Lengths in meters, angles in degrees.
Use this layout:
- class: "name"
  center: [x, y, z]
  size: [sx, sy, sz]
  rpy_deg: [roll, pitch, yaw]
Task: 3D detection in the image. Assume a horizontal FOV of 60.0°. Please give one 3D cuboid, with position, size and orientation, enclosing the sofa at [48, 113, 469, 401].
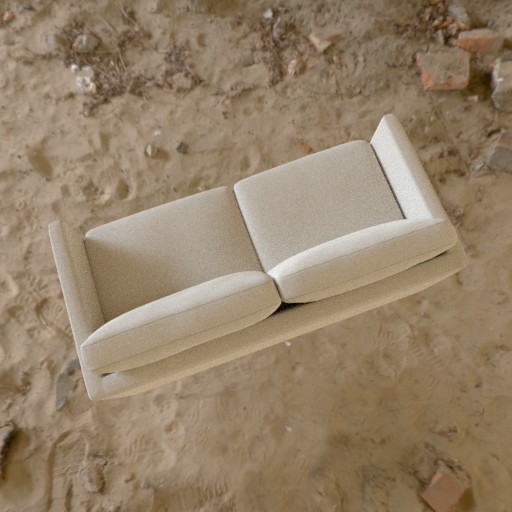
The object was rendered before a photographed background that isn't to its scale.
- class: "sofa"
  center: [0.000, 0.000, 2.493]
  size: [1.981, 0.889, 0.965]
  rpy_deg: [-19, 76, -5]
